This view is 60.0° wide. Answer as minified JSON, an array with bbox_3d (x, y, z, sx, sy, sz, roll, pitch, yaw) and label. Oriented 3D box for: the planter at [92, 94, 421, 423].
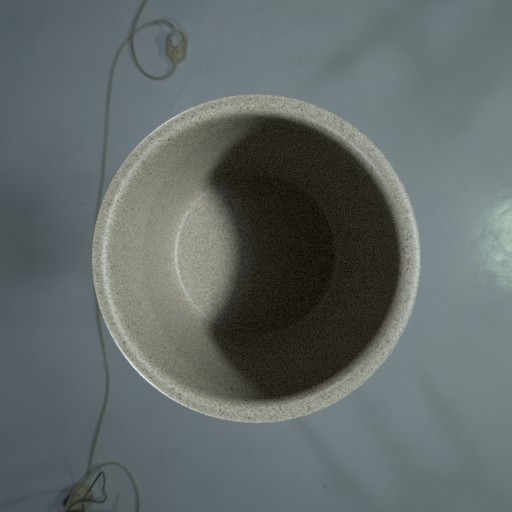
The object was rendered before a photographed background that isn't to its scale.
[{"bbox_3d":[0.000,0.000,0.355,0.191,0.200,0.191,0,91,0],"label":"planter"}]
